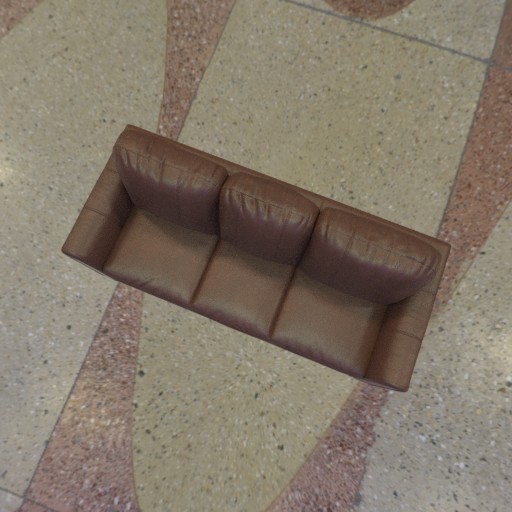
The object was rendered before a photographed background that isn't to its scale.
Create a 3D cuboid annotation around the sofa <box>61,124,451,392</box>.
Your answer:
[{"bbox_3d":[0.000,0.000,2.388,1.862,0.915,0.802,21,77,5],"label":"sofa"}]
